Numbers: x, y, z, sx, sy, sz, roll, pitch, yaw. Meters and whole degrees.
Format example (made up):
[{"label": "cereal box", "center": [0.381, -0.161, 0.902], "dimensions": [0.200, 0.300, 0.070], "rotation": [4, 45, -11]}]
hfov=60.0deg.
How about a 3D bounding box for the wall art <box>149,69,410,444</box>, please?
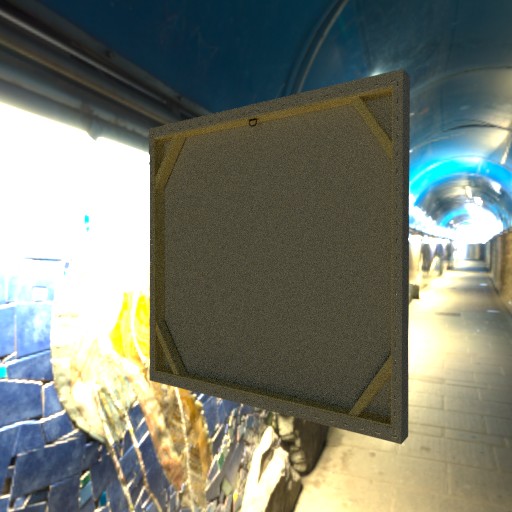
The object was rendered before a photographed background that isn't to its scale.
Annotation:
[{"label": "wall art", "center": [0.000, 0.000, 0.911], "dimensions": [0.610, 0.610, 0.038], "rotation": [1, 1, 36]}]
